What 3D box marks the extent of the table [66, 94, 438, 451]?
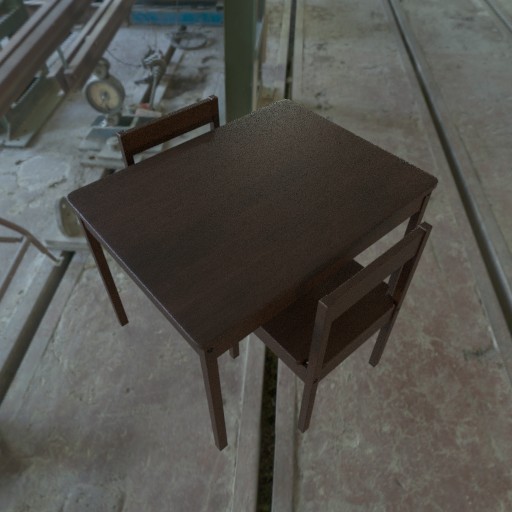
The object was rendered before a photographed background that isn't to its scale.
[{"bbox_3d":[0.000,0.000,1.109,0.650,0.503,0.672,-32,55,-27],"label":"table"}]
